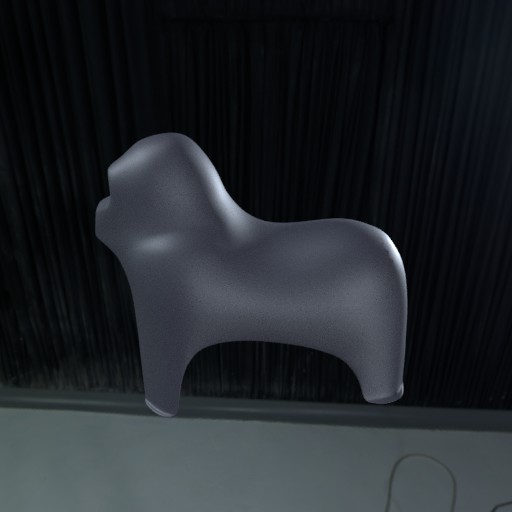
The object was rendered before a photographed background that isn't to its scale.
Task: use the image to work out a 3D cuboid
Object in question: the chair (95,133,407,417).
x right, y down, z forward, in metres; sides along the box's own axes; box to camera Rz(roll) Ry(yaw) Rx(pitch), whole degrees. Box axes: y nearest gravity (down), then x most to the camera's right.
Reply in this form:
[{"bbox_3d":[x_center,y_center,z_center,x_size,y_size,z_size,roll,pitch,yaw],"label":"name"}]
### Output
[{"bbox_3d":[0.000,0.000,1.113,0.758,0.600,0.490,1,26,1],"label":"chair"}]
